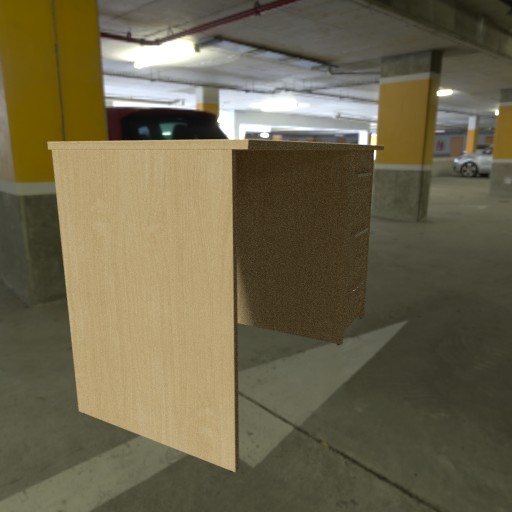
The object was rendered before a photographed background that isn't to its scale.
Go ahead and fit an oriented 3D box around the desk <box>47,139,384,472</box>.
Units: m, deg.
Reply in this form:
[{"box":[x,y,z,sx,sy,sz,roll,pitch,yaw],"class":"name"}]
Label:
[{"box":[0.000,0.000,1.501,0.560,0.735,1.097,7,15,28],"class":"desk"}]
